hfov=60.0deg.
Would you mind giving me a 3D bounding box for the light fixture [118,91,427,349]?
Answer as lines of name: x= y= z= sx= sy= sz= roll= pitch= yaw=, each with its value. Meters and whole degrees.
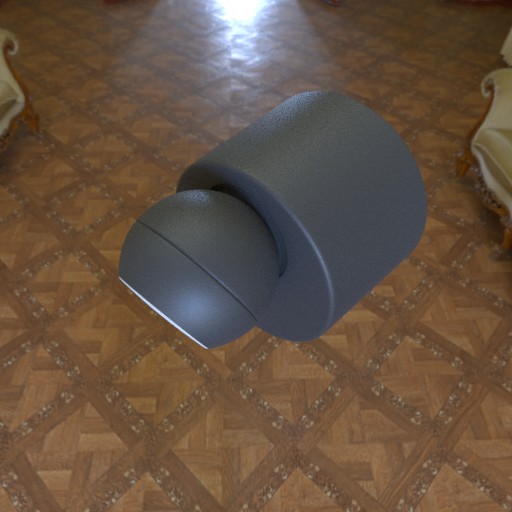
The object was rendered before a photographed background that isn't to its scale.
light fixture: x=0.000 y=0.000 z=0.267 sx=0.134 sy=0.143 sz=0.160 roll=33 pitch=55 yaw=27
